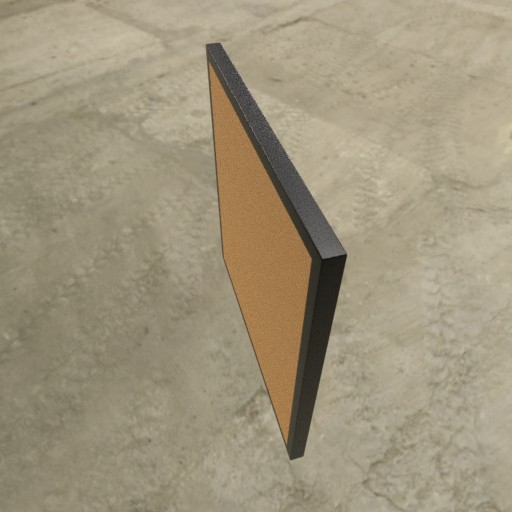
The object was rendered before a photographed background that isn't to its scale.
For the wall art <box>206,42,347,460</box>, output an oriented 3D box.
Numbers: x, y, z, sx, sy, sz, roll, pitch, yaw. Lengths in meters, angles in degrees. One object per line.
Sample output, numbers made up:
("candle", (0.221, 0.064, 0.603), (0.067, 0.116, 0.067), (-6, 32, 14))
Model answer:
("wall art", (0.000, 0.000, 1.119), (0.038, 0.761, 0.755), (-12, 48, -11))
